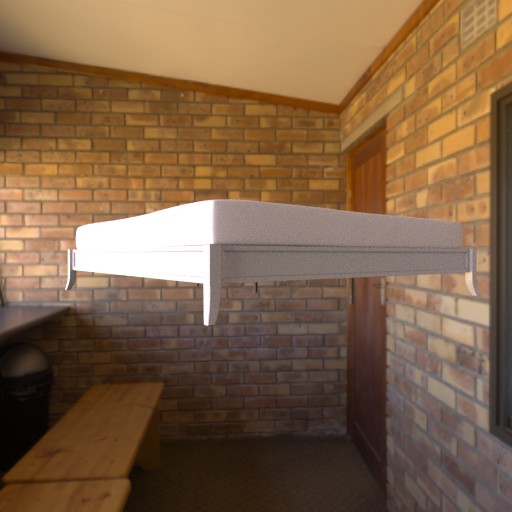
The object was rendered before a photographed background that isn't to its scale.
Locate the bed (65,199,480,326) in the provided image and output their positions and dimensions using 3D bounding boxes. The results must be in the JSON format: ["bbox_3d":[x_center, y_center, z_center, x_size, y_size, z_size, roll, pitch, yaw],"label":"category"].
[{"bbox_3d":[0.000,0.000,3.084,2.007,0.510,2.108,0,0,-37],"label":"bed"}]
